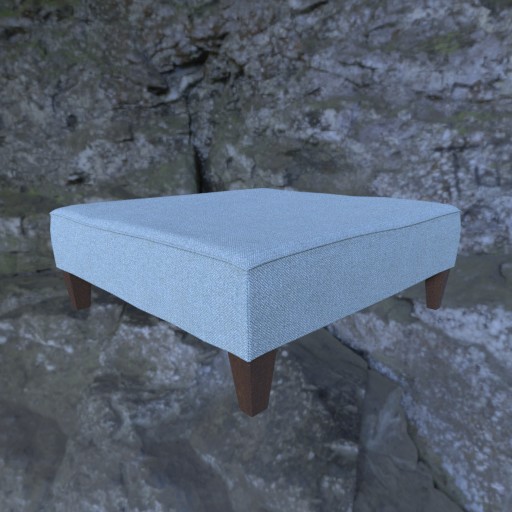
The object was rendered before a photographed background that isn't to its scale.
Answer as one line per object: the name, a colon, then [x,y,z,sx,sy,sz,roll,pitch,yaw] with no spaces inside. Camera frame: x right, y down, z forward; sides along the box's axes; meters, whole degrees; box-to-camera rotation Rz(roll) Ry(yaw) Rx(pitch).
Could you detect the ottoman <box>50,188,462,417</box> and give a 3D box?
ottoman: [0.000,0.000,1.512,1.004,0.379,0.968,-13,19,-43]
